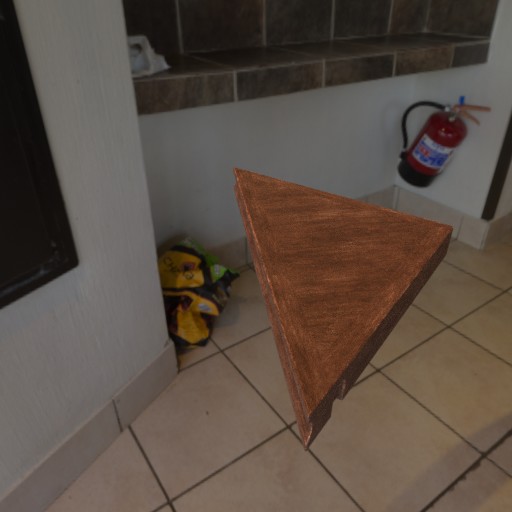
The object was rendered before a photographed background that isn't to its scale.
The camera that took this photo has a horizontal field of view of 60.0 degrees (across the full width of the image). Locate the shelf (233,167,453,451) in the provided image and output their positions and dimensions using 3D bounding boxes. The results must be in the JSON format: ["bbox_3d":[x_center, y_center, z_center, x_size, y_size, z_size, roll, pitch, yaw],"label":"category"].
[{"bbox_3d":[0.000,0.000,0.444,0.296,0.035,0.296,21,37,30],"label":"shelf"}]
